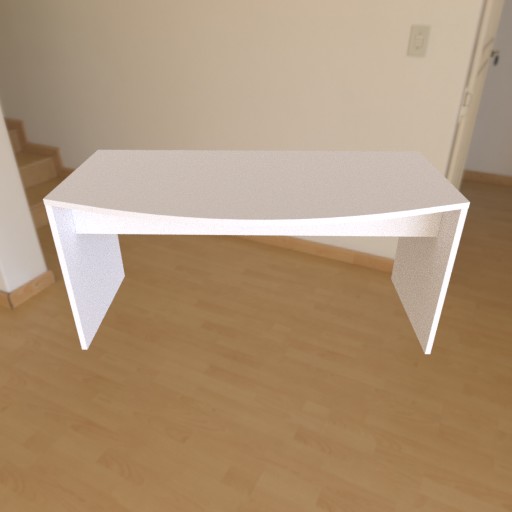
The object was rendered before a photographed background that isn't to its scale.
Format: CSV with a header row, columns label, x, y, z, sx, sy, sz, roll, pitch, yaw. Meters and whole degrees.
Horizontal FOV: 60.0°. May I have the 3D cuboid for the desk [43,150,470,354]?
label,x,y,z,sx,sy,sz,roll,pitch,yaw
desk,0.000,0.000,2.050,1.600,0.750,0.802,1,30,1
